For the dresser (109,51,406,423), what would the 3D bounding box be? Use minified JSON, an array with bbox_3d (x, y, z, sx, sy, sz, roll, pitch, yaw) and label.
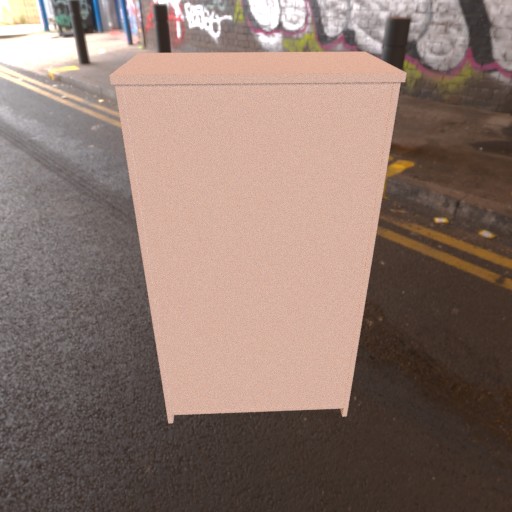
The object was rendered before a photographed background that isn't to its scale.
[{"bbox_3d":[0.000,0.000,1.545,0.704,1.255,0.399,-1,32,-2],"label":"dresser"}]
